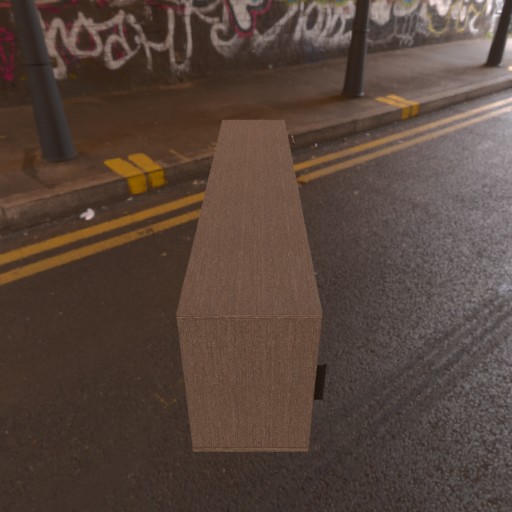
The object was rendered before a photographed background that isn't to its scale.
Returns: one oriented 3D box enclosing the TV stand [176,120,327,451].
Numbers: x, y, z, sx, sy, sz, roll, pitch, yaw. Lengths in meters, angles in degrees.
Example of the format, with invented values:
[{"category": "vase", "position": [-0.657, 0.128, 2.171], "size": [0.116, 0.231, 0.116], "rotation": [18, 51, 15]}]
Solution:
[{"category": "TV stand", "position": [0.000, 0.000, 2.101], "size": [0.405, 0.787, 1.804], "rotation": [0, 32, 0]}]
